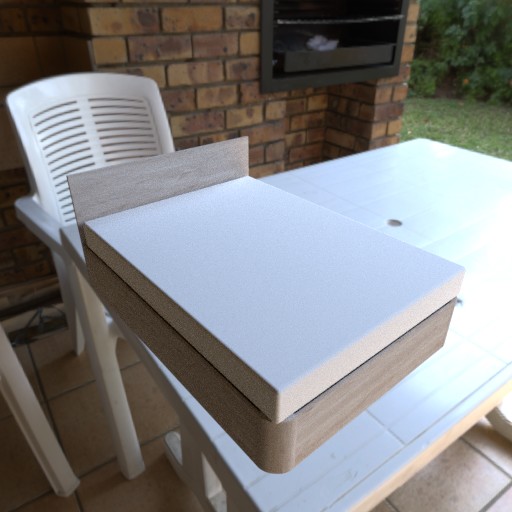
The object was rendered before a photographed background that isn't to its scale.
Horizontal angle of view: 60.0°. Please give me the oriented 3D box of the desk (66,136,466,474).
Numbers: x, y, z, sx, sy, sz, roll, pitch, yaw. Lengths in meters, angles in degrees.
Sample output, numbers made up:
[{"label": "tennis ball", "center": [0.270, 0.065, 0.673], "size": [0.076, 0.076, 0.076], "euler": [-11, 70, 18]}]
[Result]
[{"label": "desk", "center": [0.000, 0.000, 2.633], "size": [1.400, 0.800, 1.900], "euler": [-23, 37, -34]}]
